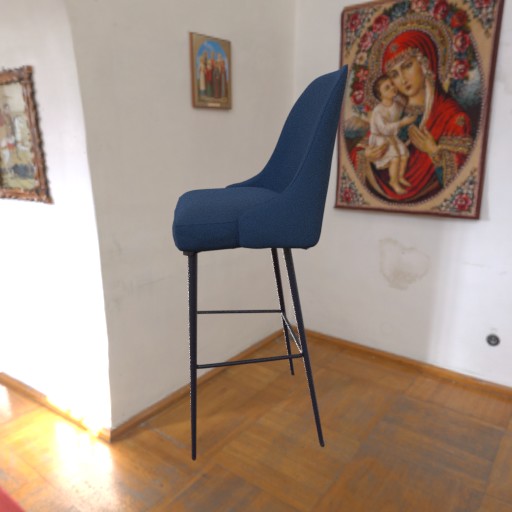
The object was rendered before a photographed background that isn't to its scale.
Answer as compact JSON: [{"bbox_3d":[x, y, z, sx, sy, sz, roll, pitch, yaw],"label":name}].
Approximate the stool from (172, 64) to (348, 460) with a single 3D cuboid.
[{"bbox_3d":[0.000,0.000,1.367,0.489,1.079,0.527,-2,15,-7],"label":"stool"}]
